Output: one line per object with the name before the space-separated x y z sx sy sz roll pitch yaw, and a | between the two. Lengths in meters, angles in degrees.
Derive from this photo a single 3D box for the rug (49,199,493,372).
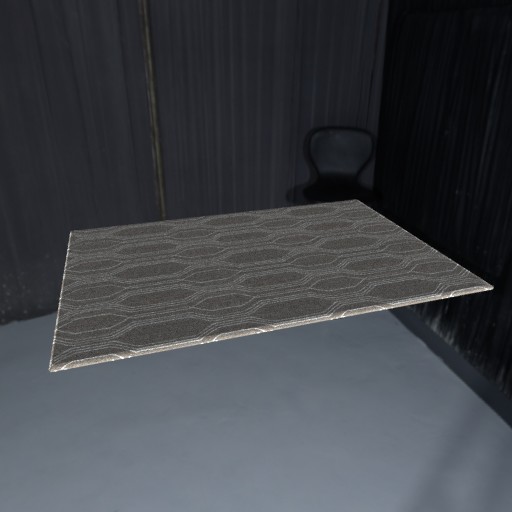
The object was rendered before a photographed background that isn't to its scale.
rug | 0.000 0.000 2.252 1.836 0.012 1.239 -8 27 -16
